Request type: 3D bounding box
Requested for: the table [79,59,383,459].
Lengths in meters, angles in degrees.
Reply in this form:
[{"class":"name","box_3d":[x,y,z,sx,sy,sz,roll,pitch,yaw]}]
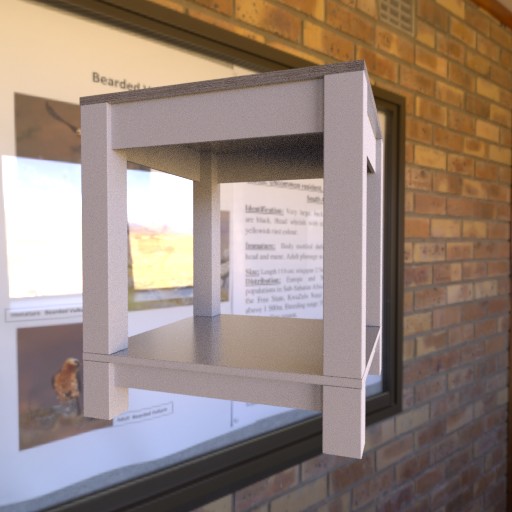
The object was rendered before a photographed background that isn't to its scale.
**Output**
[{"class":"table","box_3d":[0.000,0.000,0.971,0.506,0.587,0.504,1,2,19]}]
